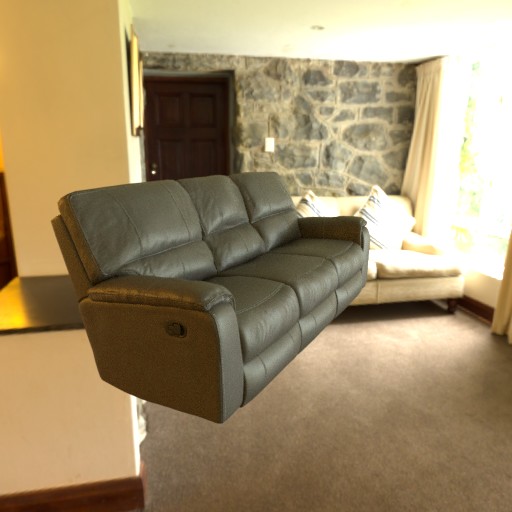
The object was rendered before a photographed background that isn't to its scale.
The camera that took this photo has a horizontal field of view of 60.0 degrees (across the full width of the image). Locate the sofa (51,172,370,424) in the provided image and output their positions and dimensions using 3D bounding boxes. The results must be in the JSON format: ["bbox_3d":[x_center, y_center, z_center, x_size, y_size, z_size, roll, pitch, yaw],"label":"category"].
[{"bbox_3d":[0.000,0.000,3.217,1.104,1.134,2.627,7,15,28],"label":"sofa"}]
